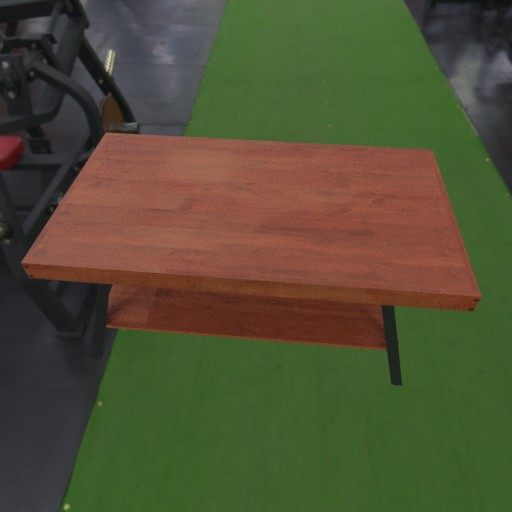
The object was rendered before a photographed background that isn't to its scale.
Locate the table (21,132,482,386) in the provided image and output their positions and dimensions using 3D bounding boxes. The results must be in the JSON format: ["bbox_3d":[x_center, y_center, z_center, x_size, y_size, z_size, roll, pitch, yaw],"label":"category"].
[{"bbox_3d":[0.000,0.000,1.395,1.067,0.457,0.610,4,45,4],"label":"table"}]
